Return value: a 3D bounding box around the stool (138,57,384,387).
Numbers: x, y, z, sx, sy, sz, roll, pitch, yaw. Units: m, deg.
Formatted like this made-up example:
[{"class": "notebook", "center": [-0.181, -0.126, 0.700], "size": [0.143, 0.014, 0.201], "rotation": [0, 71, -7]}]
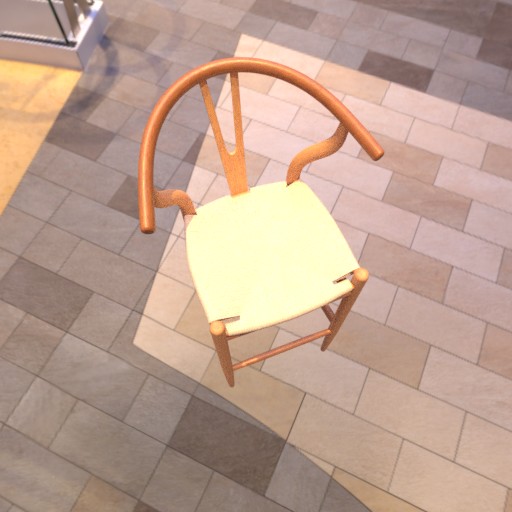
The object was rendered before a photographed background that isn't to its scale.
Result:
[{"class": "stool", "center": [0.000, 0.000, 1.417], "size": [0.574, 1.068, 0.561], "rotation": [-19, 65, -9]}]
